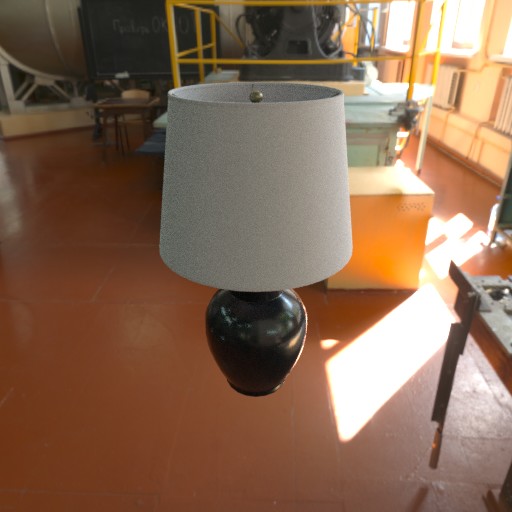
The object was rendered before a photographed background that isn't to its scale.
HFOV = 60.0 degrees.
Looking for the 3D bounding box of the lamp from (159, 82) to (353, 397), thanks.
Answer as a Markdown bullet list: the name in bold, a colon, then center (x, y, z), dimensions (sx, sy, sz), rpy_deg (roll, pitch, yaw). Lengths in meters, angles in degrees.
- **lamp**: center (0.000, 0.000, 0.568), dimensions (0.239, 0.399, 0.239), rpy_deg (0, 27, 0)
